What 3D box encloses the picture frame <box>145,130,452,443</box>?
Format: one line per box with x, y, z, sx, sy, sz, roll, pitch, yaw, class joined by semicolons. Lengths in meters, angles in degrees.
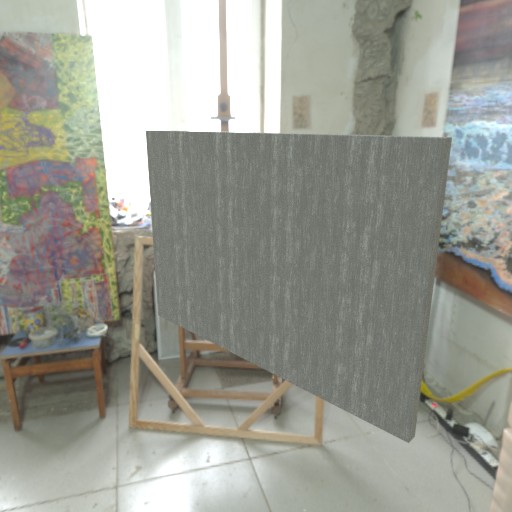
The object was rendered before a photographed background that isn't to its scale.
0.000;0.000;1.194;0.950;0.640;0.029;16;23;42;picture frame
